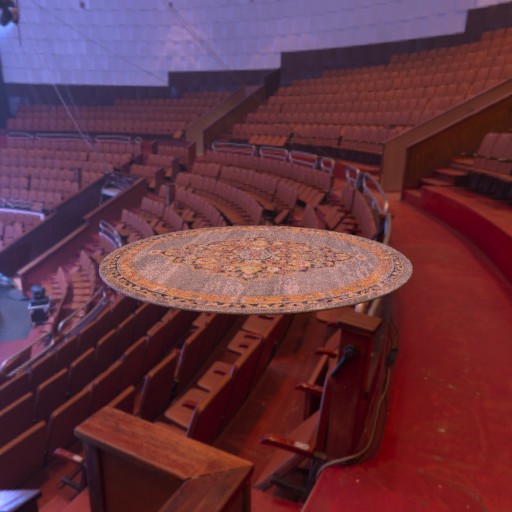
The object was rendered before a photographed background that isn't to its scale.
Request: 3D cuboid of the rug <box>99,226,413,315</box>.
[{"bbox_3d":[0.000,0.000,3.552,2.382,0.014,2.382,0,15,0],"label":"rug"}]
